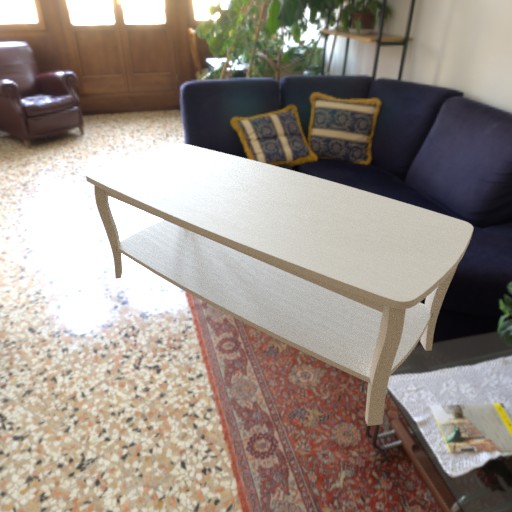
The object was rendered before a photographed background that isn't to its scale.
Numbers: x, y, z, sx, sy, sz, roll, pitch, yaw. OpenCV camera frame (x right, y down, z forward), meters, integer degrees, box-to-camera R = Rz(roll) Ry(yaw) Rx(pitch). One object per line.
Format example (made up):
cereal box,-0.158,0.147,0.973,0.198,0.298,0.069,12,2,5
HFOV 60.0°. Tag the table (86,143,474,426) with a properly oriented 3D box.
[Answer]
table,0.000,0.000,1.627,1.334,0.474,0.561,23,38,32
